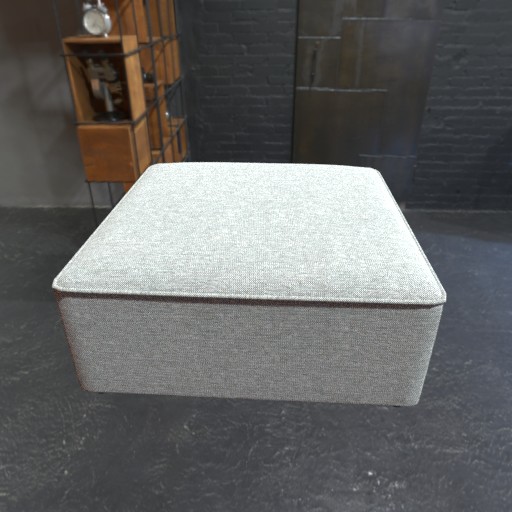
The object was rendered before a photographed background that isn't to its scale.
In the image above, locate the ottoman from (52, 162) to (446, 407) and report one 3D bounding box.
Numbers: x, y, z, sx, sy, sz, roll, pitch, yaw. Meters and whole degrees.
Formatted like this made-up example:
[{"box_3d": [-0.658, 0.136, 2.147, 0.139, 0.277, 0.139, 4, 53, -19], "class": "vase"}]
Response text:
[{"box_3d": [0.000, 0.000, 1.608, 1.005, 0.455, 1.005, 2, 30, 3], "class": "ottoman"}]
